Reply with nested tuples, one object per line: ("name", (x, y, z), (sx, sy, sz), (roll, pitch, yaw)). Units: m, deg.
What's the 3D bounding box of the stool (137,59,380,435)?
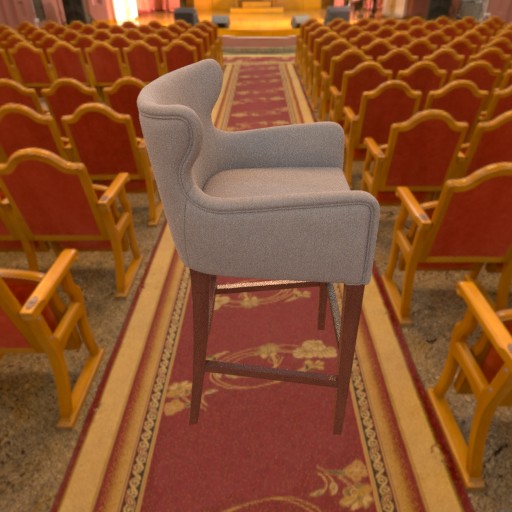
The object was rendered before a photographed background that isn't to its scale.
("stool", (0.000, 0.000, 1.378), (0.575, 1.047, 0.575), (0, 33, 1))
